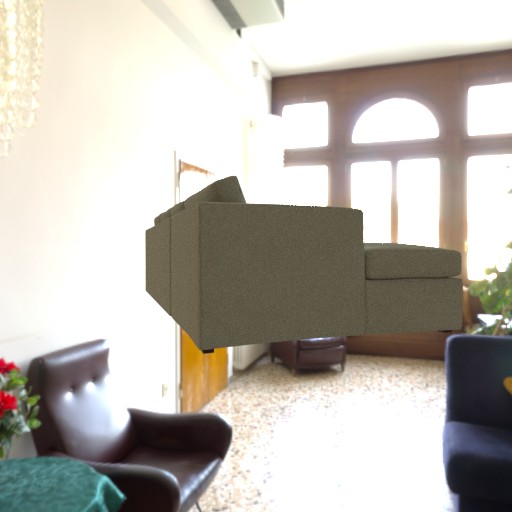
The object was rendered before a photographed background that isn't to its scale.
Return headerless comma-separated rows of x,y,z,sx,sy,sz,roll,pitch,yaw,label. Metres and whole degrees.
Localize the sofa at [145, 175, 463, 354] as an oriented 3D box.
0.000,0.000,3.887,1.650,0.922,3.205,0,1,-19,sofa
